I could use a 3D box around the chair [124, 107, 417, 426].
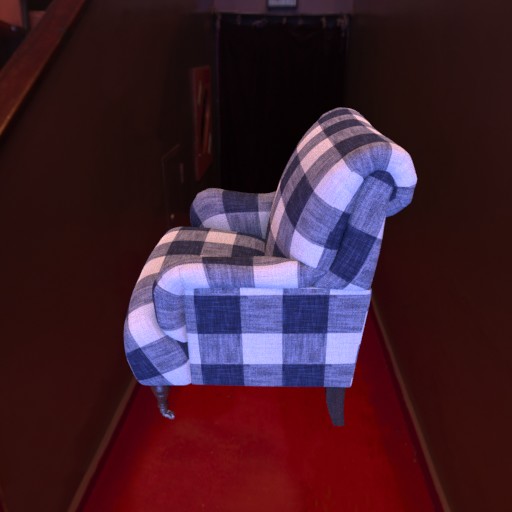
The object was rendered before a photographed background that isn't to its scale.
[{"bbox_3d":[0.000,0.000,1.619,0.848,0.953,0.781,1,26,1],"label":"chair"}]
